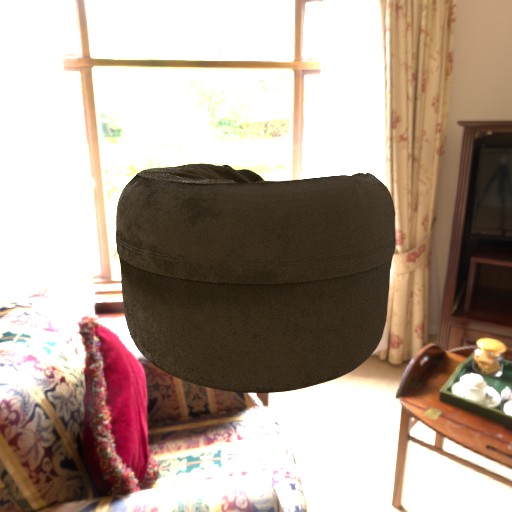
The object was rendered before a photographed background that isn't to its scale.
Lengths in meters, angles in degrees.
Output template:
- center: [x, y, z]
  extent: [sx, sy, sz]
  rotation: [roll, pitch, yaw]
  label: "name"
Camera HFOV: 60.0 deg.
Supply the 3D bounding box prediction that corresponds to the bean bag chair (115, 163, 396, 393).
- center: [0.000, 0.000, 1.525]
  extent: [0.918, 0.605, 0.918]
  rotation: [0, 16, 0]
  label: "bean bag chair"
